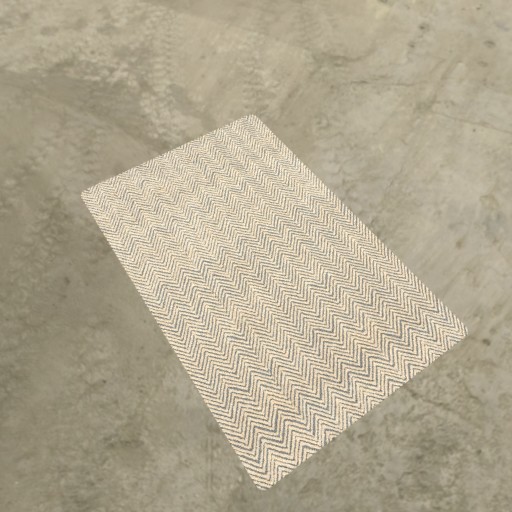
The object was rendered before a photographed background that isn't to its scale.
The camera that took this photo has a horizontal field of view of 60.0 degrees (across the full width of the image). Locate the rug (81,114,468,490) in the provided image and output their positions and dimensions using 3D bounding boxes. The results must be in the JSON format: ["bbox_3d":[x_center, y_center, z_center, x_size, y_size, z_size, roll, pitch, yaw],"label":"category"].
[{"bbox_3d":[0.000,0.000,2.201,1.144,0.008,1.752,-30,63,-17],"label":"rug"}]
